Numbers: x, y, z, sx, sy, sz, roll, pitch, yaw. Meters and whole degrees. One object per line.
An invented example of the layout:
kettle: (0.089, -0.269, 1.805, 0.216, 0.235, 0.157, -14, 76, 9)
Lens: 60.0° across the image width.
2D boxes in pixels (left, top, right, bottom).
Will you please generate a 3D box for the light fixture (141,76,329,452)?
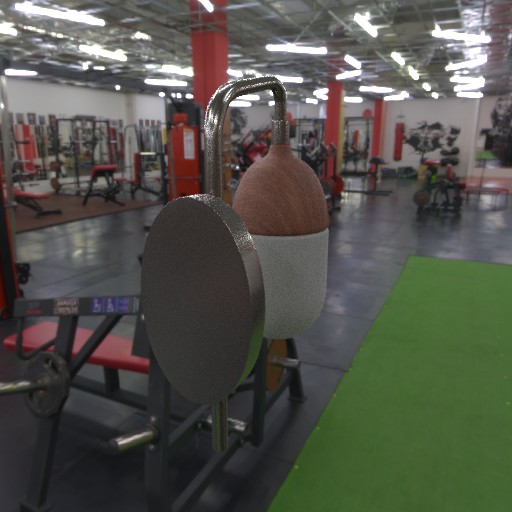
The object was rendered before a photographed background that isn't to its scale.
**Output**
light fixture: (0.000, 0.000, 0.442, 0.108, 0.343, 0.216, 8, 16, 27)
